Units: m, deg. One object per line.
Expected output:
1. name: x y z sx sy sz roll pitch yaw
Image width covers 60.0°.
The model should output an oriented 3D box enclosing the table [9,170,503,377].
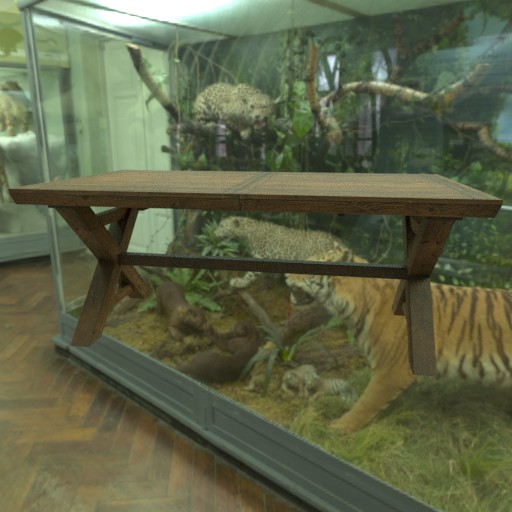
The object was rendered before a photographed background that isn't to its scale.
1. table: 0.000 0.000 2.347 1.966 0.793 1.071 3 16 10
